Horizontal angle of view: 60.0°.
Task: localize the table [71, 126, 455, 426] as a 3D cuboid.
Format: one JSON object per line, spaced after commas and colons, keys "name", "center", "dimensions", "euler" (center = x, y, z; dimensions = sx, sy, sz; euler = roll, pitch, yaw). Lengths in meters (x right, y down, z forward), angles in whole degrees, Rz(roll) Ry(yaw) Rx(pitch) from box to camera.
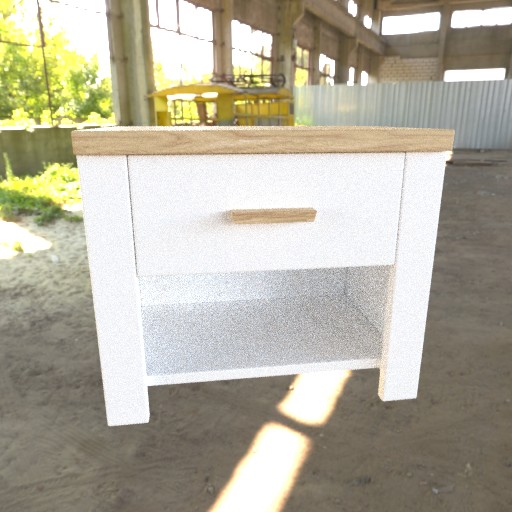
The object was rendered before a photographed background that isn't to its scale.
{"name": "table", "center": [0.000, 0.000, 0.791], "dimensions": [0.500, 0.440, 0.360], "euler": [-2, 17, -8]}
